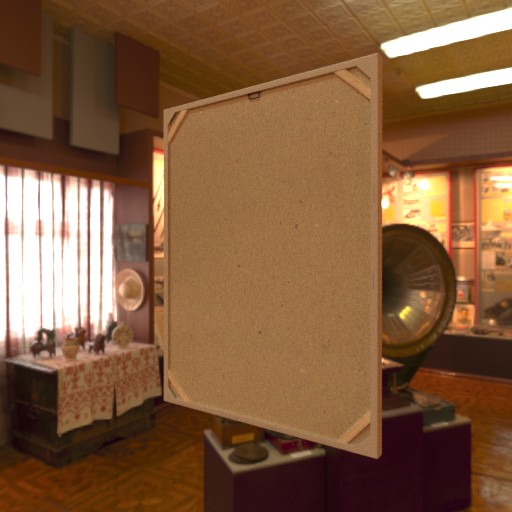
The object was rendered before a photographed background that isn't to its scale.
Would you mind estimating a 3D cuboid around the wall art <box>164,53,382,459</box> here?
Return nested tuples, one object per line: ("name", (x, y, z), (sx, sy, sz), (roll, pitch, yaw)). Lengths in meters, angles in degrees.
("wall art", (0.000, 0.000, 1.599), (0.914, 1.212, 0.038), (0, 0, 35))
